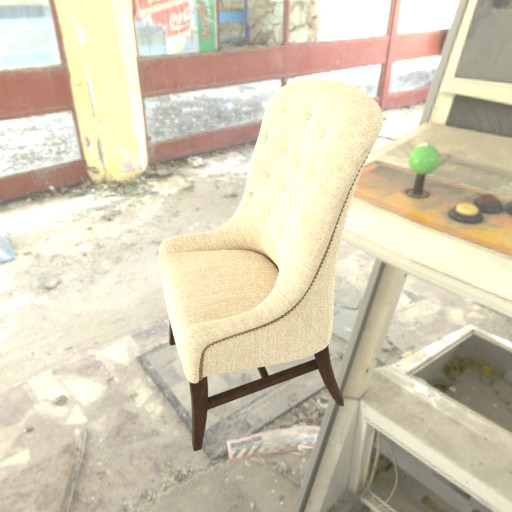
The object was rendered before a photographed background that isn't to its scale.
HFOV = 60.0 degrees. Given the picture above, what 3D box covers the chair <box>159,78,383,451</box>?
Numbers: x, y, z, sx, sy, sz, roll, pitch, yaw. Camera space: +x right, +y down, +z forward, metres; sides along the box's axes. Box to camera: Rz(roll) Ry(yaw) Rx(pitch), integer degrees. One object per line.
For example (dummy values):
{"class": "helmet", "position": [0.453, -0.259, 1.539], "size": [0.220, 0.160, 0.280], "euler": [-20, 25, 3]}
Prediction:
{"class": "chair", "position": [0.000, 0.000, 1.524], "size": [0.629, 1.091, 0.634], "euler": [-9, 32, -15]}
